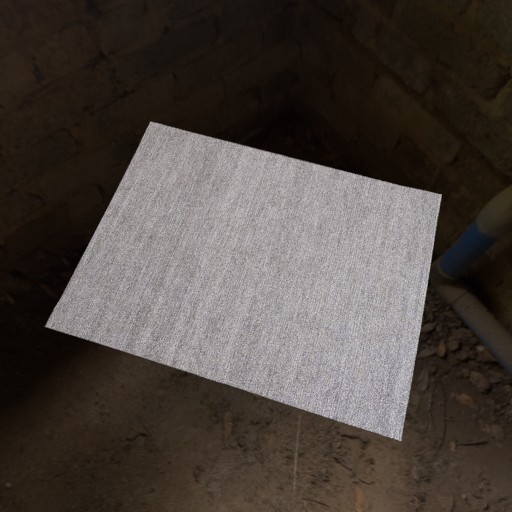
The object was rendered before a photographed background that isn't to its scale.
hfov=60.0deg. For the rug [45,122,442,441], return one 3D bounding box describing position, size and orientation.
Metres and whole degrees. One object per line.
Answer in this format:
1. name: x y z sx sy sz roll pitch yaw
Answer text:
1. rug: 0.000 0.000 4.209 3.202 0.045 2.434 16 66 7
